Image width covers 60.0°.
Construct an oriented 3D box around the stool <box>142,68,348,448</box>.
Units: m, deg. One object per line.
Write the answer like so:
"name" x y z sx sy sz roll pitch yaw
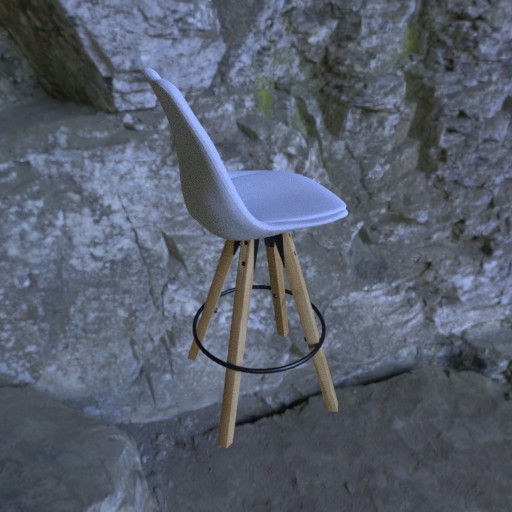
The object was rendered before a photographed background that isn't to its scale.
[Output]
"stool" 0.000 0.000 1.419 0.550 1.115 0.484 -11 32 -18
